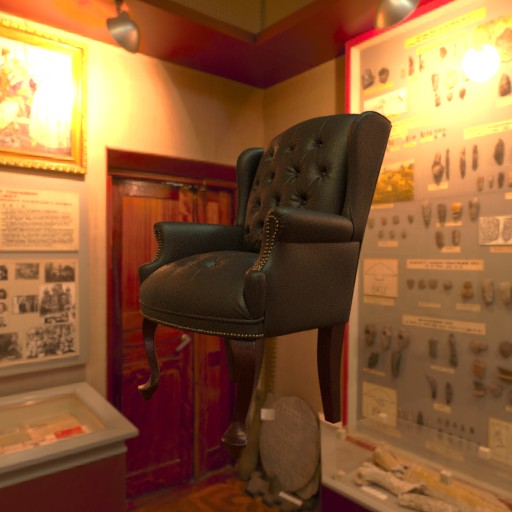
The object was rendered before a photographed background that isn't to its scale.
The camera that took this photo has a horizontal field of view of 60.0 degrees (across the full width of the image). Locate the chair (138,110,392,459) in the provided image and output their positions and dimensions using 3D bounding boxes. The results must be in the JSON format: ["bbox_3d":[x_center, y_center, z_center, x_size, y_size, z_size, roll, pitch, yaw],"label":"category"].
[{"bbox_3d":[0.000,0.000,1.653,0.762,1.111,0.838,0,1,-37],"label":"chair"}]
